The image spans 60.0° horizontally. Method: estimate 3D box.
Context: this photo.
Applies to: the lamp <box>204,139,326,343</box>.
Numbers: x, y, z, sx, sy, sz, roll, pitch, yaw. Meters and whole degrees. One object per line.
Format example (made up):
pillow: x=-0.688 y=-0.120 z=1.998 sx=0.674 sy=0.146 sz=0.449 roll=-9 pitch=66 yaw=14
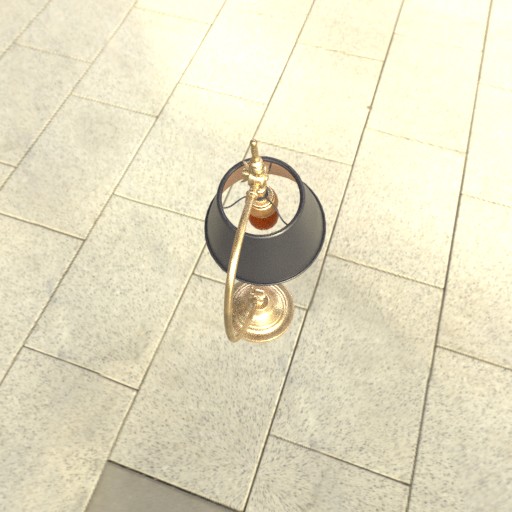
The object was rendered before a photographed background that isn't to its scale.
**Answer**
lamp: x=0.000 y=0.000 z=0.844 sx=0.235 sy=0.675 sz=0.344 roll=15 pitch=65 yaw=7
